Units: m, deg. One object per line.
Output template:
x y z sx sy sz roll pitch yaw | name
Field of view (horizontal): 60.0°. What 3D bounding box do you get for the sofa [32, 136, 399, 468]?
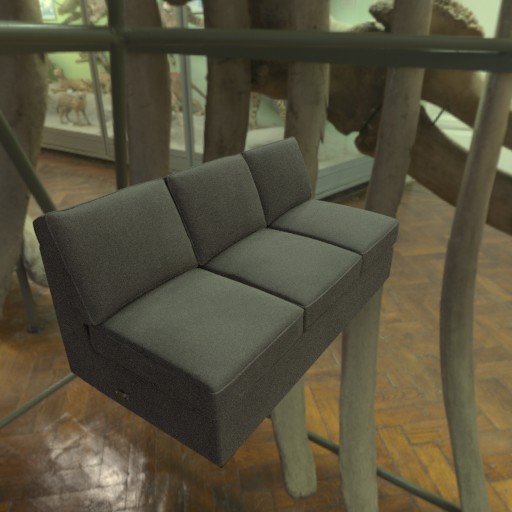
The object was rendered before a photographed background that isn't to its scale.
0.000 0.000 2.499 1.027 0.973 1.962 18 32 31 | sofa
